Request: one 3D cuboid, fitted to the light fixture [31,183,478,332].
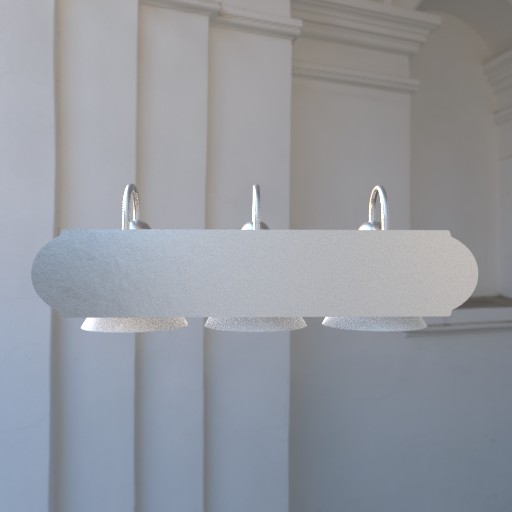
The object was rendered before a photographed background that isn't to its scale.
[{"bbox_3d":[0.000,0.000,0.704,0.610,0.222,0.199,0,-2,-2],"label":"light fixture"}]
